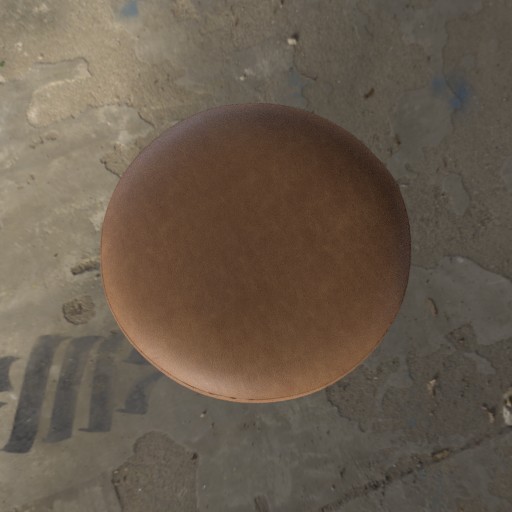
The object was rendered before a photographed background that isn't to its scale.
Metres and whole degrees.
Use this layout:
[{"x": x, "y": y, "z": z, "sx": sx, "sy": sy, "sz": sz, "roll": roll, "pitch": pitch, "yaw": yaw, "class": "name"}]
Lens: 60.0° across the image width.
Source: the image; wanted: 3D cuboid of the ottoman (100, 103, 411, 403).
[{"x": 0.000, "y": 0.000, "z": 1.249, "sx": 0.771, "sy": 0.460, "sz": 0.771, "roll": 0, "pitch": 75, "yaw": 0, "class": "ottoman"}]
